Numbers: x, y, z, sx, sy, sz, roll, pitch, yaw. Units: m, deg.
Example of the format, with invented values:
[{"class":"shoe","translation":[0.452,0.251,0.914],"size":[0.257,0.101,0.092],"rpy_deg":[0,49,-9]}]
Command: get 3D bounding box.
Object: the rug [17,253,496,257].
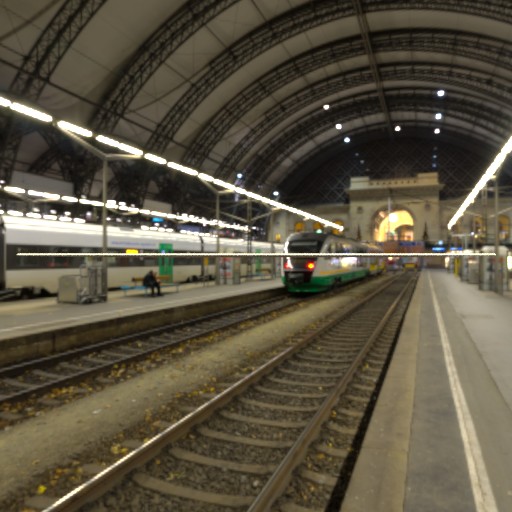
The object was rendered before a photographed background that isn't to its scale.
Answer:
[{"class":"rug","translation":[0.000,0.000,1.075],"size":[0.868,0.004,0.556],"rpy_deg":[0,-1,0]}]
